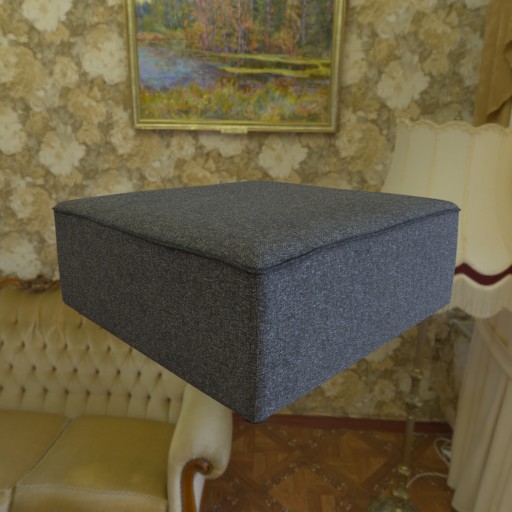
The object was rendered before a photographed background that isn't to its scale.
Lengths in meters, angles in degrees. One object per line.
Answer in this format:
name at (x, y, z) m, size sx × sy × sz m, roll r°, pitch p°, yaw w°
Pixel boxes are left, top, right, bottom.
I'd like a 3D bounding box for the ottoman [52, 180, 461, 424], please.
ottoman at (0.000, 0.000, 1.550) m, size 1.017 × 0.423 × 1.021 m, roll -15°, pitch 21°, yaw -42°
